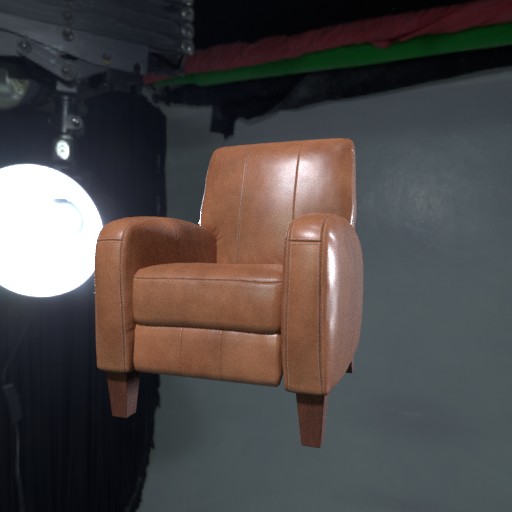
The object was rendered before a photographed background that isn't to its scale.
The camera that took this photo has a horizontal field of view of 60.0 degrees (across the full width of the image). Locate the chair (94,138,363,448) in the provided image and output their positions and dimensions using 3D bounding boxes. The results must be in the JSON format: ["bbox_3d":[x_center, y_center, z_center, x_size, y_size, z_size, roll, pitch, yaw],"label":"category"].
[{"bbox_3d":[0.000,0.000,1.671,0.762,0.990,0.990,1,2,19],"label":"chair"}]
